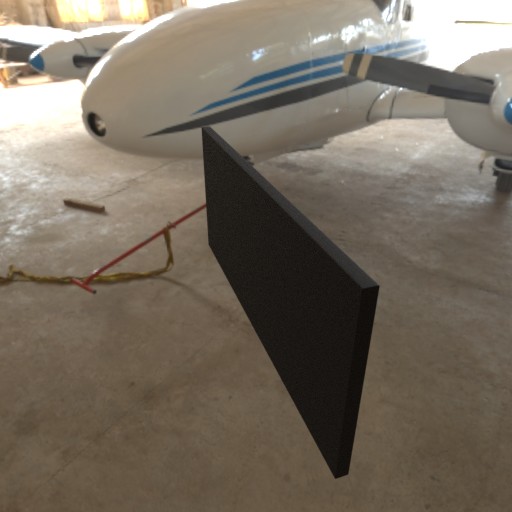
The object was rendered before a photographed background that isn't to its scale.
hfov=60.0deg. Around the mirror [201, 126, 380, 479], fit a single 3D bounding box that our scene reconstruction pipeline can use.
[{"bbox_3d":[0.000,0.000,1.823,0.047,0.692,1.584,-10,31,-17],"label":"mirror"}]
